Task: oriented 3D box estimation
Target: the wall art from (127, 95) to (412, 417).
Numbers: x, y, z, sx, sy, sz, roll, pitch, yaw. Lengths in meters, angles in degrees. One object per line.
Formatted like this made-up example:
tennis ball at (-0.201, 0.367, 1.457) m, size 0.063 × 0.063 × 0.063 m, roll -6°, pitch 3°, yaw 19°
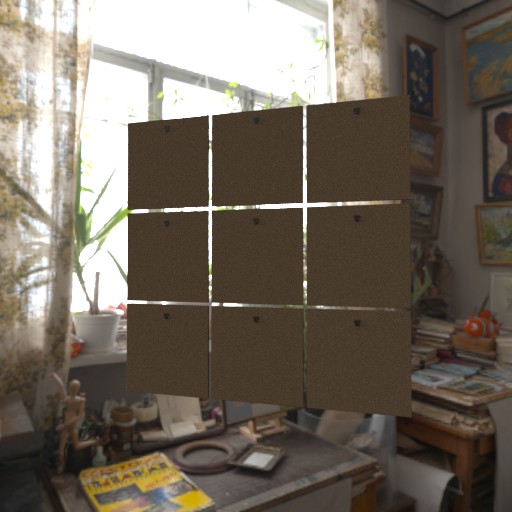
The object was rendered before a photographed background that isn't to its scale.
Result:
wall art at (0.000, 0.000, 2.322) m, size 1.533 × 1.532 × 0.019 m, roll 0°, pitch -1°, yaw 16°
